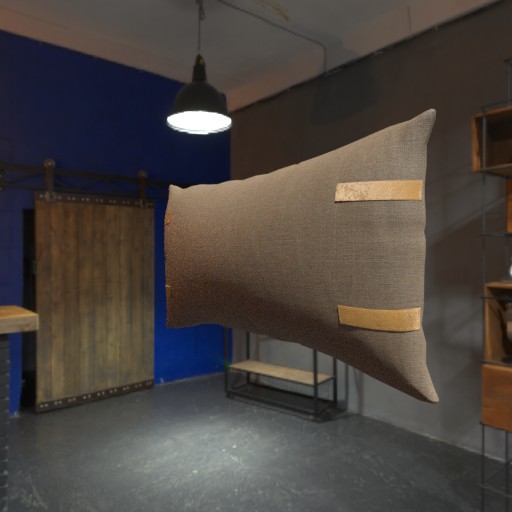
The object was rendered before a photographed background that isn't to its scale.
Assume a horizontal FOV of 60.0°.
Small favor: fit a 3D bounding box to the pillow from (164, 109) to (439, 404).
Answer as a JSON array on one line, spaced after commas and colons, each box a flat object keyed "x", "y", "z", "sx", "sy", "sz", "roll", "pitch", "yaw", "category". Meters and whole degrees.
[{"x": 0.000, "y": 0.000, "z": 0.699, "sx": 0.148, "sy": 0.308, "sz": 0.612, "roll": 0, "pitch": 0, "yaw": -38, "category": "pillow"}]
